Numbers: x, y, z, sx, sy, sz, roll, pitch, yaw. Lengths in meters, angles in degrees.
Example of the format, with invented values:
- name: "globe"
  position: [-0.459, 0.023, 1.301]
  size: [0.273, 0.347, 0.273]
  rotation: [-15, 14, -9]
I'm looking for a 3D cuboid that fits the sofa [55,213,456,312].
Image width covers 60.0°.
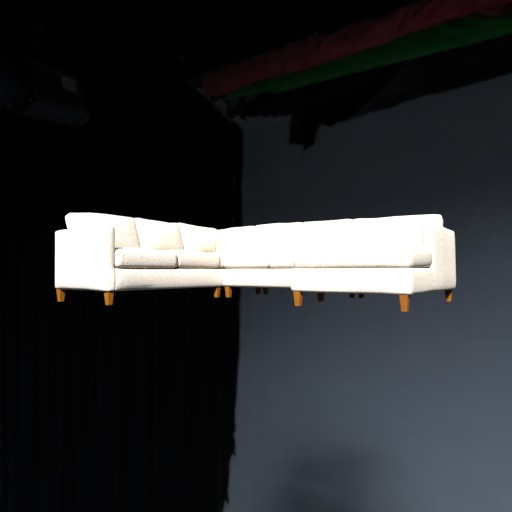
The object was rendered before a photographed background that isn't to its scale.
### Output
- name: "sofa"
  position: [0.000, 0.000, 4.701]
  size: [3.460, 0.961, 2.594]
  rotation: [-1, -2, 36]
